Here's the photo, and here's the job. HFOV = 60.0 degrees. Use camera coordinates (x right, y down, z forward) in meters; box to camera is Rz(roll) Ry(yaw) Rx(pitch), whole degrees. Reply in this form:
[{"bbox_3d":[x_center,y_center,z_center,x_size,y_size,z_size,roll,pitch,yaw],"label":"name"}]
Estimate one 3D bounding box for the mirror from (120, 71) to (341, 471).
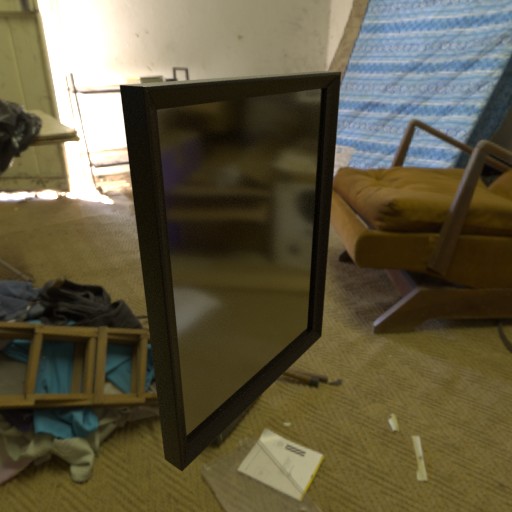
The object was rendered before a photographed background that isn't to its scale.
[{"bbox_3d":[0.000,0.000,0.677,0.041,0.509,0.406,17,30,33],"label":"mirror"}]
